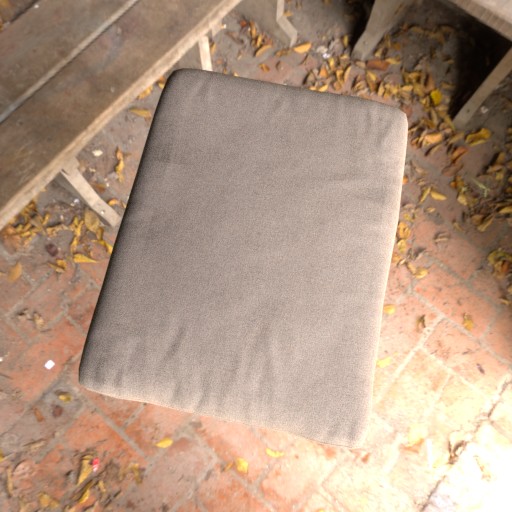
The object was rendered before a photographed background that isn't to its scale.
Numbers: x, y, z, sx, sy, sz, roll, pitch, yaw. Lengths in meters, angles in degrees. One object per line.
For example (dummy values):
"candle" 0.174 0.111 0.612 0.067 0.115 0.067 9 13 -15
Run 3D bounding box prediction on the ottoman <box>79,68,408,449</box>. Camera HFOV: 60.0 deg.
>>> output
"ottoman" 0.000 0.000 1.301 0.692 0.511 0.902 11 75 3
